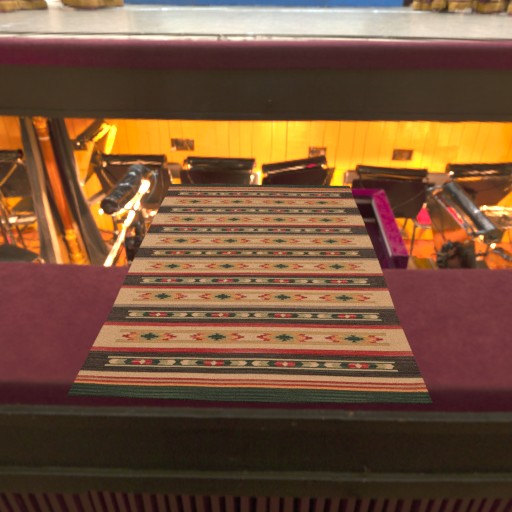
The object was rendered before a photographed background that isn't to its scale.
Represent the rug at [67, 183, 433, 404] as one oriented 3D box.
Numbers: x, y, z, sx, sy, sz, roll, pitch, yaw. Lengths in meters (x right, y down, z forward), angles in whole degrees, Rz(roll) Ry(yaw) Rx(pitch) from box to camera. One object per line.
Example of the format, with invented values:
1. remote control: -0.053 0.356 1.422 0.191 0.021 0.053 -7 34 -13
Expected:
1. rug: 0.000 0.000 2.241 1.221 0.009 1.825 1 32 1
